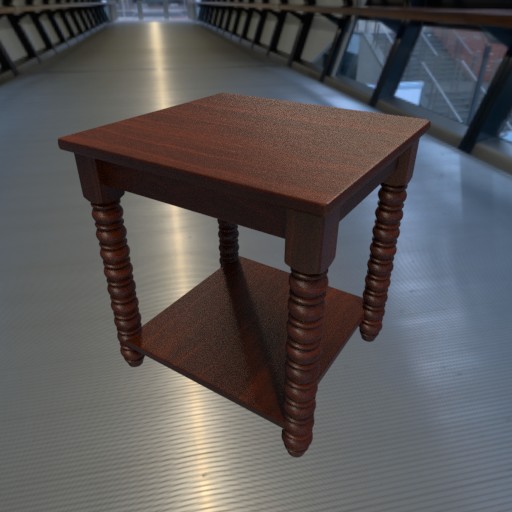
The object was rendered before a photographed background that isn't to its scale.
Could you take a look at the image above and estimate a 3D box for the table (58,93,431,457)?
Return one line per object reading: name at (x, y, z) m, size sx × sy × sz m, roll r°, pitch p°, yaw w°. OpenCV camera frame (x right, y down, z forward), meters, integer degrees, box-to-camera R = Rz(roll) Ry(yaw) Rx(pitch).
table at (0.000, 0.000, 0.992) m, size 0.533 × 0.567 × 0.500 m, roll 18°, pitch 35°, yaw 28°
